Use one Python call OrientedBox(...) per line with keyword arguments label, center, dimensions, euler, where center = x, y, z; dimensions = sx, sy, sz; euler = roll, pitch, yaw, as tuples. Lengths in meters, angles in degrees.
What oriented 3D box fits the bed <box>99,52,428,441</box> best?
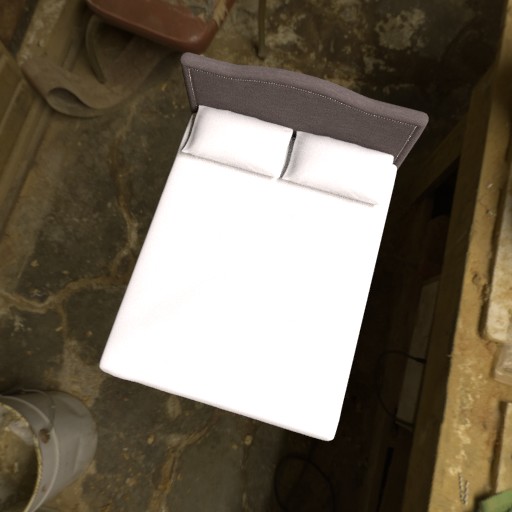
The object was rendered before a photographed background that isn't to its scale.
OrientedBox(label="bed", center=(0.000, 0.000, 3.843), dimensions=(2.161, 1.457, 2.689), euler=(16, 76, 4))
